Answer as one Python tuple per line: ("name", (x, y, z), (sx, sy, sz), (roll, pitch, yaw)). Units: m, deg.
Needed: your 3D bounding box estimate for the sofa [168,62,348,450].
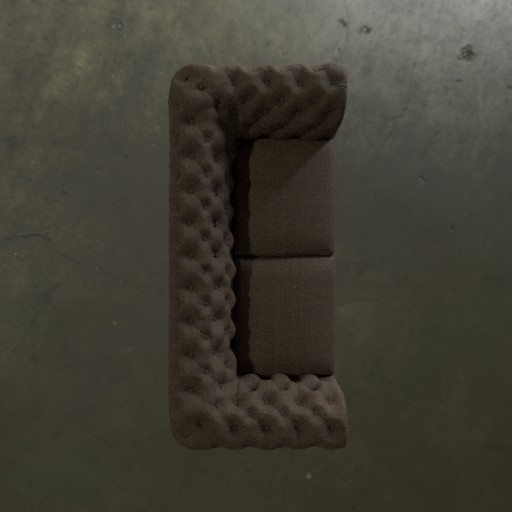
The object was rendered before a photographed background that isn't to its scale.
("sofa", (0.000, 0.000, 2.610), (0.944, 0.780, 2.048), (0, 90, -1))
